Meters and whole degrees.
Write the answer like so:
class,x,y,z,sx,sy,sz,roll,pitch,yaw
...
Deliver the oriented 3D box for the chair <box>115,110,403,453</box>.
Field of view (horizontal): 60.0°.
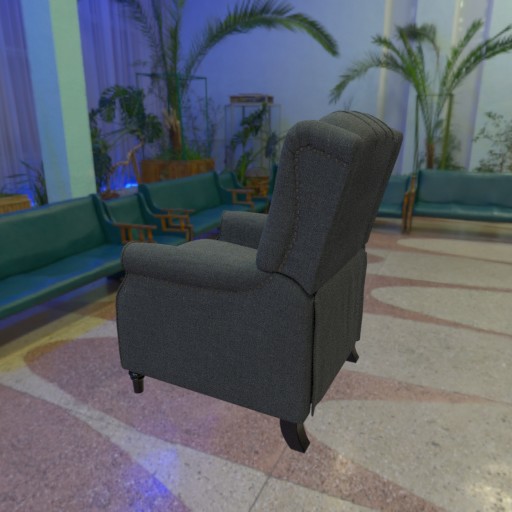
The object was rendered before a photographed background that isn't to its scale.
class,x,y,z,sx,sy,sz,roll,pitch,yaw
chair,0.000,0.000,1.671,0.898,1.035,0.742,8,19,26
